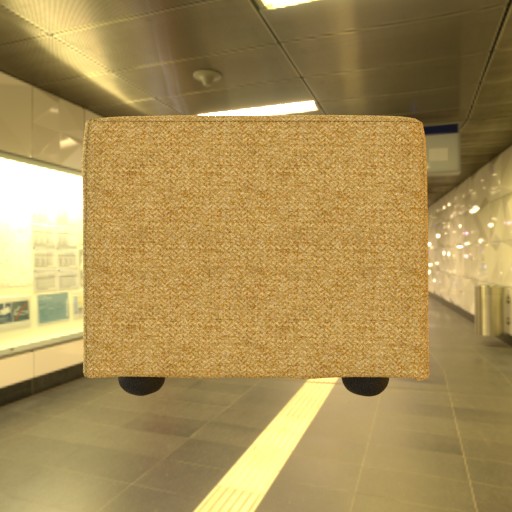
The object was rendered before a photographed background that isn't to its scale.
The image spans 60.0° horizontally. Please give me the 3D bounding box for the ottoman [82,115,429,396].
[{"bbox_3d":[0.000,0.000,0.883,0.512,0.441,0.505,0,0,0],"label":"ottoman"}]
